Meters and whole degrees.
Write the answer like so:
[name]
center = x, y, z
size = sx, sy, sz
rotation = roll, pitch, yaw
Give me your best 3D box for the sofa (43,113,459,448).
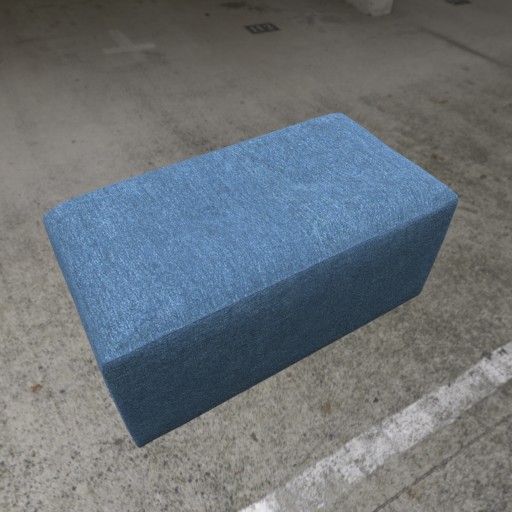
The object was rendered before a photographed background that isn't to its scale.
[sofa]
center = 0.000, 0.000, 1.197
size = 0.930, 0.470, 0.480
rotation = -23, 51, -20
